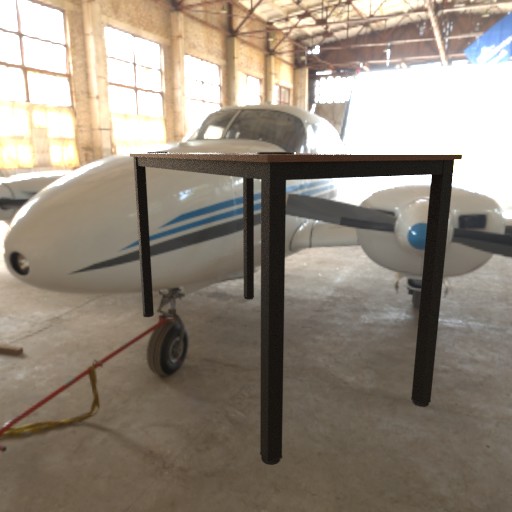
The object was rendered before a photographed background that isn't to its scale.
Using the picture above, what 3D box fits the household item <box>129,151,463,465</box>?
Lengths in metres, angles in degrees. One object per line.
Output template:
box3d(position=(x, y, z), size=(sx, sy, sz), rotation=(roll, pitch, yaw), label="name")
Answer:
box3d(position=(0.000, 0.000, 1.638), size=(0.600, 0.750, 1.200), rotation=(-7, 15, -28), label="household item")
